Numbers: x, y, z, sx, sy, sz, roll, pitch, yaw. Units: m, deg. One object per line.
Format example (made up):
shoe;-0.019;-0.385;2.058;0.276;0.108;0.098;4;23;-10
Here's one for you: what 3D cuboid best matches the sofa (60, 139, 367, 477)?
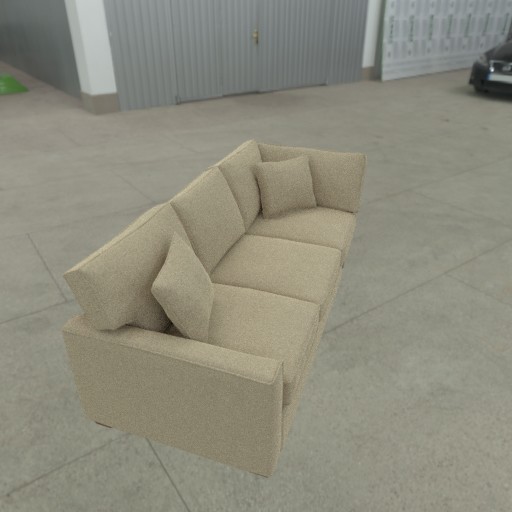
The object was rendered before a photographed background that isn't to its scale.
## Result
sofa;0.000;0.000;2.829;1.061;0.962;2.317;10;31;17
